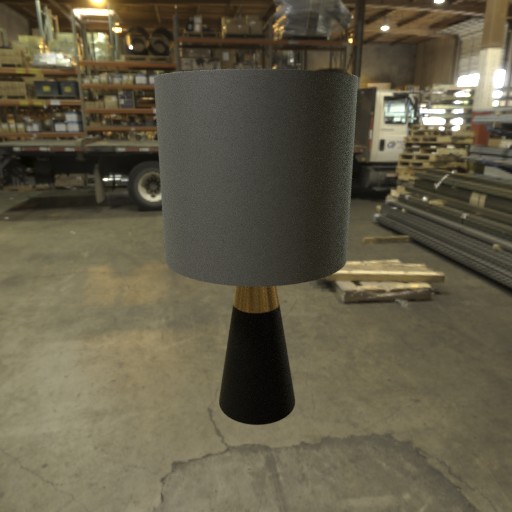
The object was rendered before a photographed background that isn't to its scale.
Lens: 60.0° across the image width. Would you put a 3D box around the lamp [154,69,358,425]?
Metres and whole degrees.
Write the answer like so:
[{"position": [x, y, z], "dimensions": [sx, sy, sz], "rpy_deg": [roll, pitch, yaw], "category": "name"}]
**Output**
[{"position": [0.000, 0.000, 0.767], "dimensions": [0.308, 0.580, 0.308], "rpy_deg": [-3, 17, -9], "category": "lamp"}]
